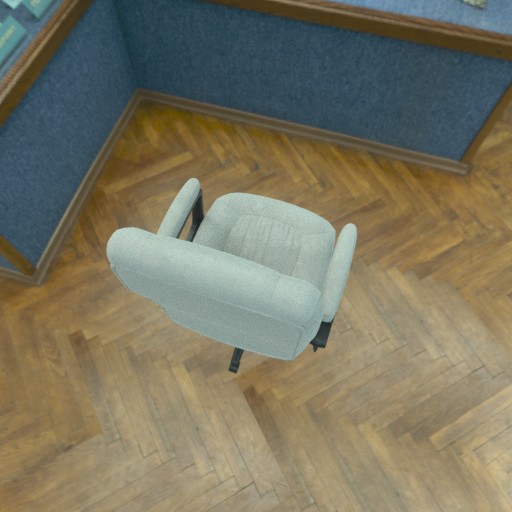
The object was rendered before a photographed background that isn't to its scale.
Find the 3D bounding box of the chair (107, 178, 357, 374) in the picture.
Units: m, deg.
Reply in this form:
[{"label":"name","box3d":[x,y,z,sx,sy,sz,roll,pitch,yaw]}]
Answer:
[{"label":"chair","box3d":[0.000,0.000,1.559,0.667,1.105,0.724,17,65,8]}]
